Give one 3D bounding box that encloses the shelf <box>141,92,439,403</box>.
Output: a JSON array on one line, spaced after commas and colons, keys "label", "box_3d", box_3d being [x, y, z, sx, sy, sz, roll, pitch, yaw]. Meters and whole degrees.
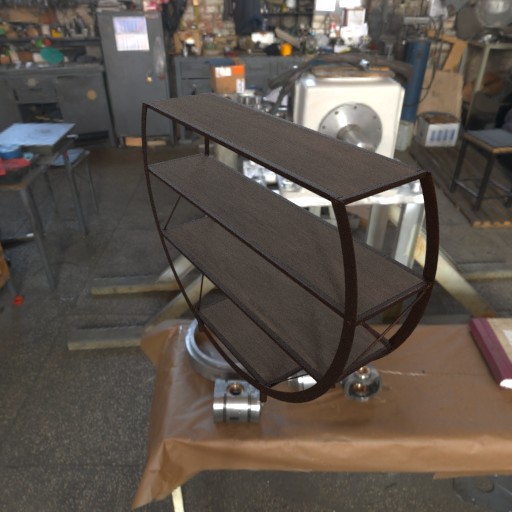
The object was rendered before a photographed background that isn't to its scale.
[{"label": "shelf", "box_3d": [0.000, 0.000, 1.856, 0.344, 1.063, 1.403, -21, 38, -29]}]
